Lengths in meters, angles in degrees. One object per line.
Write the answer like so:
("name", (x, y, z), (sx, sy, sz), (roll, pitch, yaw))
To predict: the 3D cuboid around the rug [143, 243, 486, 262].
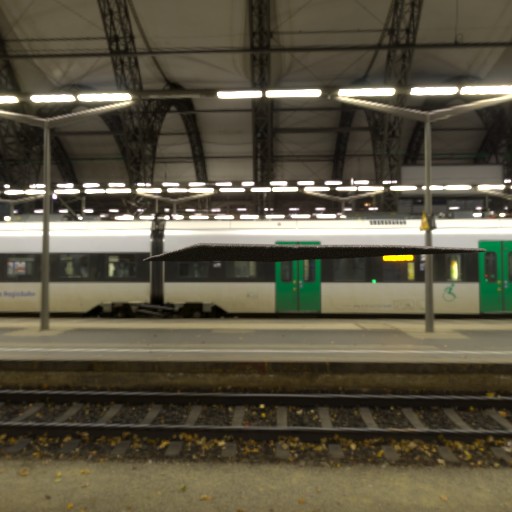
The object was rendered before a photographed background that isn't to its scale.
("rug", (0.000, 0.000, 3.504), (1.522, 0.034, 3.032), (1, -2, -19))
